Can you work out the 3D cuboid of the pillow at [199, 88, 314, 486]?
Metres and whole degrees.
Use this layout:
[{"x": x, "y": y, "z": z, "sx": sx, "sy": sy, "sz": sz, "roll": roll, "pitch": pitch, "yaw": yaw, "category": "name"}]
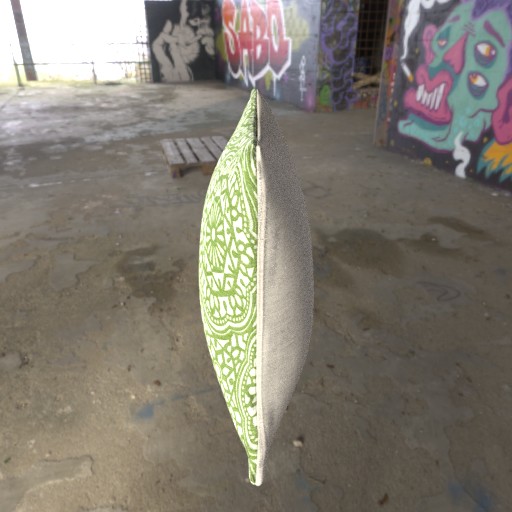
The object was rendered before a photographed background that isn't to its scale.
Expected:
[{"x": 0.000, "y": 0.000, "z": 0.646, "sx": 0.162, "sy": 0.419, "sz": 0.440, "roll": 0, "pitch": 27, "yaw": 0, "category": "pillow"}]
